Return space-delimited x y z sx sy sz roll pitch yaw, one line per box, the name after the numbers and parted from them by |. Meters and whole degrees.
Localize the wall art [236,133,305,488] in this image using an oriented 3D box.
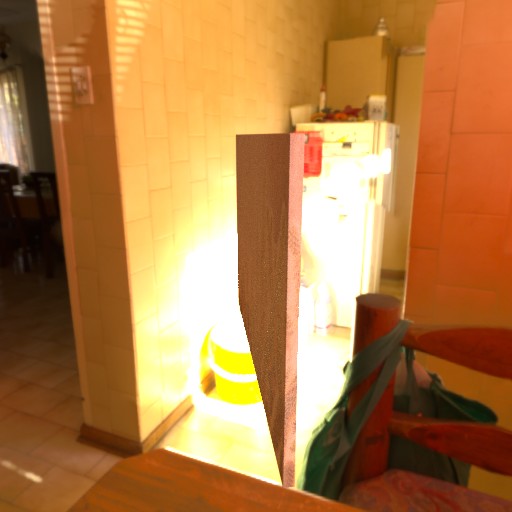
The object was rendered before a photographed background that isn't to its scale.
0.000 0.000 1.908 0.038 1.012 1.525 -2 15 -7 | wall art
